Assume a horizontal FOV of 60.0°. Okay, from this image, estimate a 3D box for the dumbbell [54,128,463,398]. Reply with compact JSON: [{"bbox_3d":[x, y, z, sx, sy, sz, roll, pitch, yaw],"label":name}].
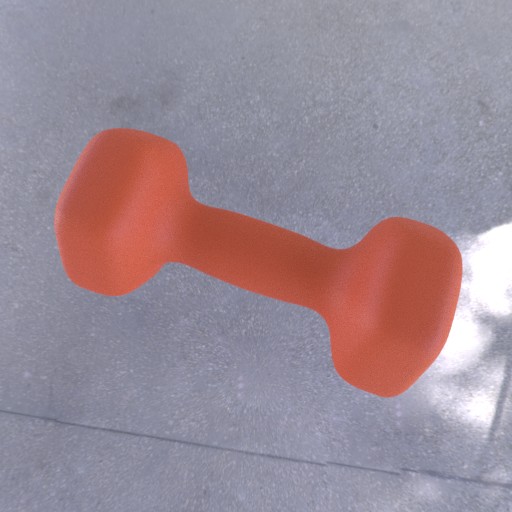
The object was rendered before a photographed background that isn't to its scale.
[{"bbox_3d":[0.000,0.000,0.195,0.162,0.071,0.079,20,76,5],"label":"dumbbell"}]
